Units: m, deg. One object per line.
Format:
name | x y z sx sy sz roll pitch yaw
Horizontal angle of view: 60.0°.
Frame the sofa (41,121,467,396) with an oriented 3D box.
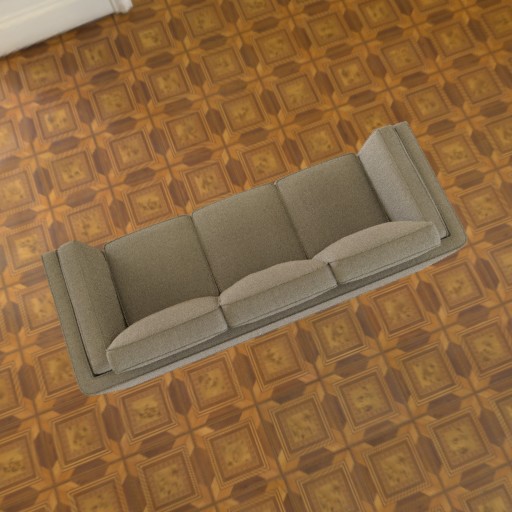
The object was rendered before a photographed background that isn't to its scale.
sofa | 0.000 0.000 2.785 2.362 0.899 0.903 -21 77 -5
